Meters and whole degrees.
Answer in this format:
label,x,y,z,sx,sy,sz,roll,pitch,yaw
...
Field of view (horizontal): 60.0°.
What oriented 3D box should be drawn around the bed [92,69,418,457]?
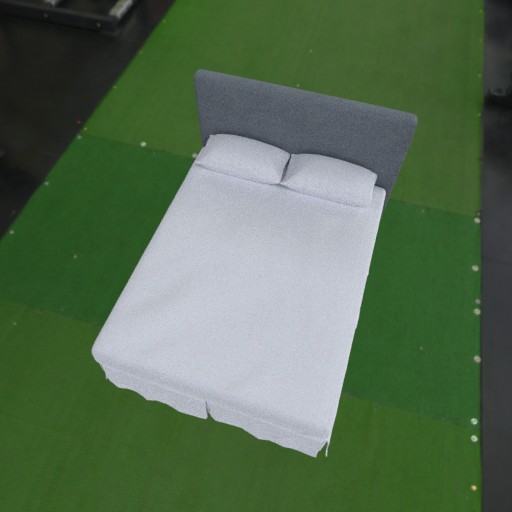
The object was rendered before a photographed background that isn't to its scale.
label,x,y,z,sx,sy,sz,roll,pitch,yaw
bed,0.000,0.000,3.193,1.713,1.330,2.142,16,59,10
